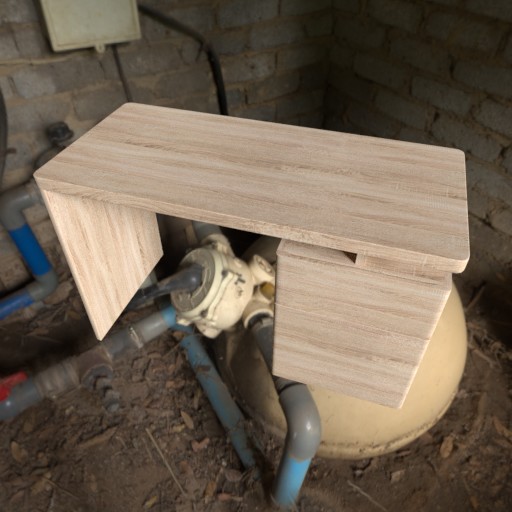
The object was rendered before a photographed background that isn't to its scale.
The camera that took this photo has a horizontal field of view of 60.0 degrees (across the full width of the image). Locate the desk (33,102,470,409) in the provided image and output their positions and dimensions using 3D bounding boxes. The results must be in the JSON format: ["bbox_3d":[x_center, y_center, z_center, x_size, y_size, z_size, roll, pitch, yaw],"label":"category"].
[{"bbox_3d":[0.000,0.000,1.591,1.200,0.760,0.550,12,43,13],"label":"desk"}]
